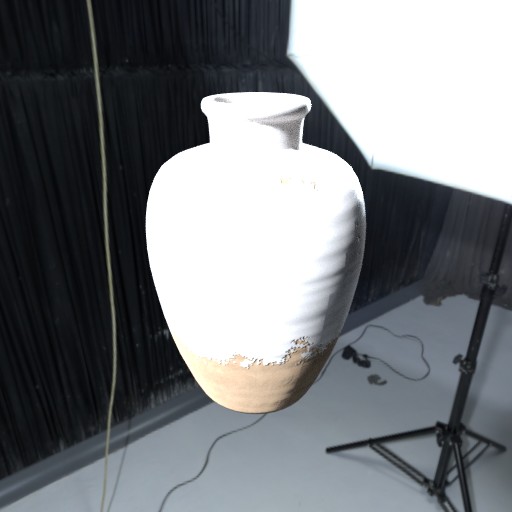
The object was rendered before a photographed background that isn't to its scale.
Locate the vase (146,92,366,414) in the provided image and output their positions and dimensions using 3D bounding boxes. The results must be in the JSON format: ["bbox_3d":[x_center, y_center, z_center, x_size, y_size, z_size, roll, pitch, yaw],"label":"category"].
[{"bbox_3d":[0.000,0.000,0.338,0.158,0.228,0.158,0,26,0],"label":"vase"}]
